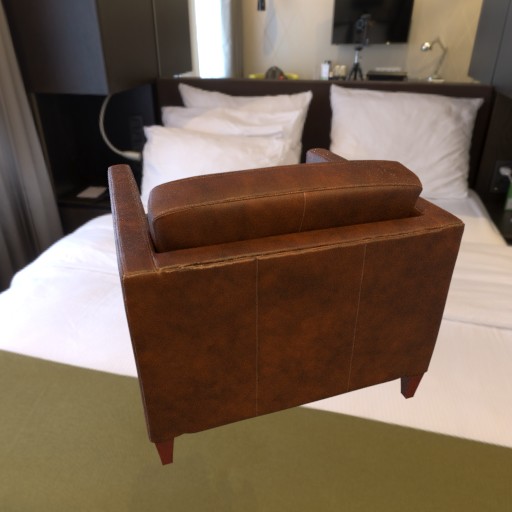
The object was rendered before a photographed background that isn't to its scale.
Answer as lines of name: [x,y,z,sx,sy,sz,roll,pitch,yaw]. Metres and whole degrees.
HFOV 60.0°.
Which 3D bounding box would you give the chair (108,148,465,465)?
chair: [0.000,0.000,1.694,0.990,0.864,0.975,-9,29,-16]
